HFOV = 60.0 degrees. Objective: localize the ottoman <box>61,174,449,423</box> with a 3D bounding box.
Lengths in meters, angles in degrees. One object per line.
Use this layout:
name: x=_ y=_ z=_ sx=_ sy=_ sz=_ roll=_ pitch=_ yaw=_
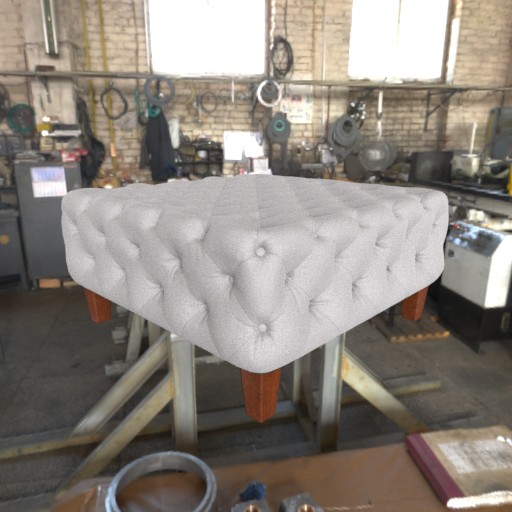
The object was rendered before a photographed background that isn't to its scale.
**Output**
ottoman: x=0.000 y=0.000 z=1.191 sx=0.758 sy=0.365 sz=0.764 roll=15 pitch=22 yaw=42
